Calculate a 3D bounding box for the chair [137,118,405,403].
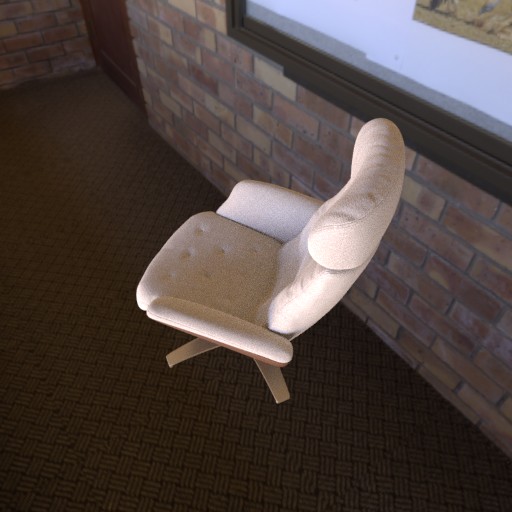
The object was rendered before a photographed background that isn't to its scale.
[{"bbox_3d":[0.000,0.000,1.586,0.837,0.995,0.785,16,48,15],"label":"chair"}]
